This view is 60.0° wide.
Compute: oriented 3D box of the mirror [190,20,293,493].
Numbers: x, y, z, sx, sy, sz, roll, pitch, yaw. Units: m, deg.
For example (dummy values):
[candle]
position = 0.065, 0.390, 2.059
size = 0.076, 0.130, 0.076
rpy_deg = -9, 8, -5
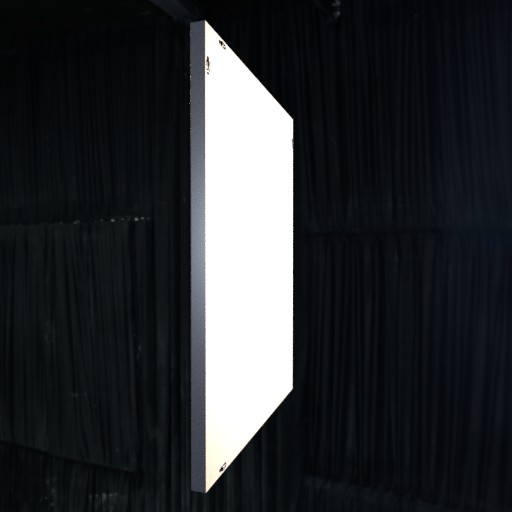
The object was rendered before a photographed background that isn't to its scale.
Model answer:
[mirror]
position = 0.000, 0.000, 1.317
size = 0.040, 1.016, 0.762
rpy_deg = 0, 1, 19
